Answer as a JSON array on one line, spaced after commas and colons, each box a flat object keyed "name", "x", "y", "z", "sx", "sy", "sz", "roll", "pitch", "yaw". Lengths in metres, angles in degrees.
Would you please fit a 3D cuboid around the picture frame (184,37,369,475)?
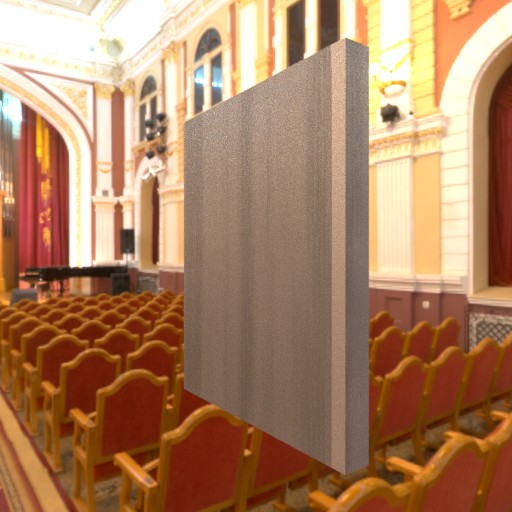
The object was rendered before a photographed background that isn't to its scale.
[{"name": "picture frame", "x": 0.000, "y": 0.000, "z": 0.757, "sx": 0.046, "sy": 0.555, "sz": 0.449, "roll": 0, "pitch": 0, "yaw": -36}]
